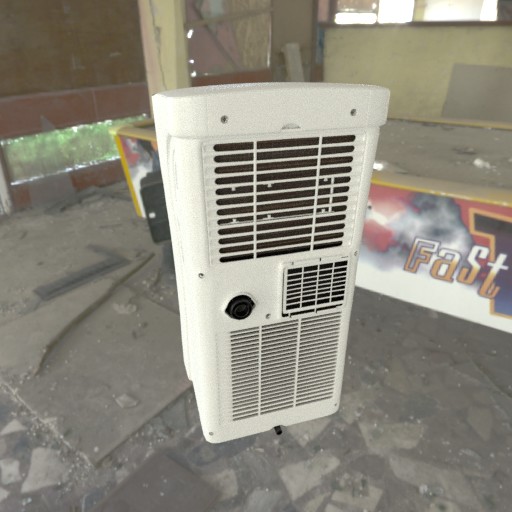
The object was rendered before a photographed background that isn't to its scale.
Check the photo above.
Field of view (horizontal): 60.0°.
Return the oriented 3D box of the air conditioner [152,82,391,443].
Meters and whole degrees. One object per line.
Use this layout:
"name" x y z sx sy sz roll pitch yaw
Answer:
"air conditioner" 0.000 0.000 0.945 0.352 0.716 0.369 -8 28 -15
